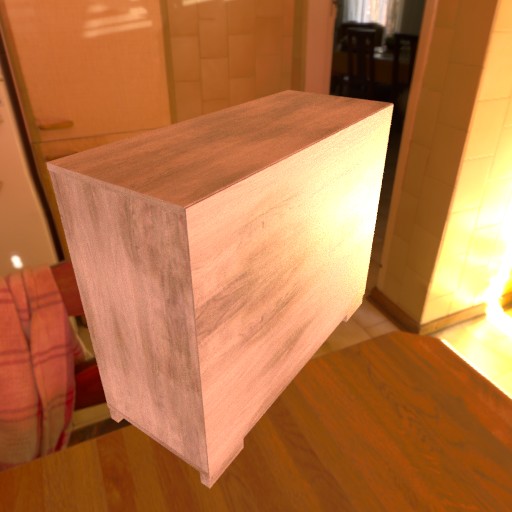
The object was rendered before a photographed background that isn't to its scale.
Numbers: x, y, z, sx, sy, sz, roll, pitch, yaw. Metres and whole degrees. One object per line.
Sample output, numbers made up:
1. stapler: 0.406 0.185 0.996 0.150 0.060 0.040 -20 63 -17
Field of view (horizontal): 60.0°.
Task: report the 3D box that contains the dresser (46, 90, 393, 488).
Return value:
1. dresser: 0.000 0.000 1.409 0.404 0.816 0.994 20 36 29
